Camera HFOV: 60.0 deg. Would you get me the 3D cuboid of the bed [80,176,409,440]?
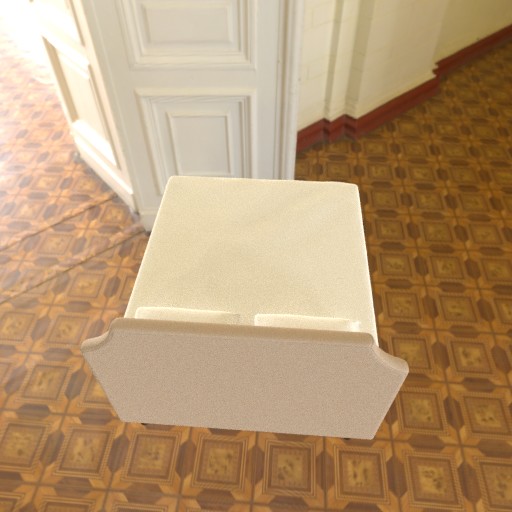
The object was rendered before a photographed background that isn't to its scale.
[{"bbox_3d":[0.000,0.000,4.212,2.350,1.590,2.773,3,48,3],"label":"bed"}]
